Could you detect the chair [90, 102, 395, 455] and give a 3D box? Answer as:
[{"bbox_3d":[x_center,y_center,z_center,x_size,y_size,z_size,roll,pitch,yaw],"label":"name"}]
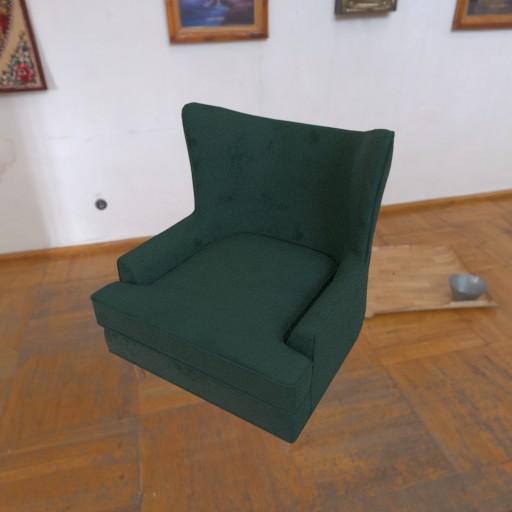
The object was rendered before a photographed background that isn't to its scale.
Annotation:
[{"bbox_3d":[0.000,0.000,1.618,0.793,0.952,0.910,17,35,26],"label":"chair"}]
